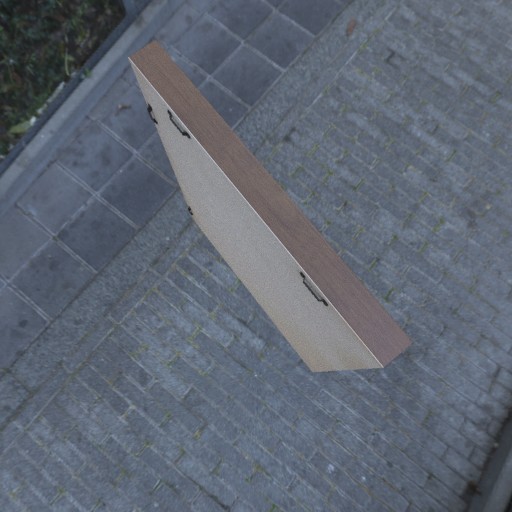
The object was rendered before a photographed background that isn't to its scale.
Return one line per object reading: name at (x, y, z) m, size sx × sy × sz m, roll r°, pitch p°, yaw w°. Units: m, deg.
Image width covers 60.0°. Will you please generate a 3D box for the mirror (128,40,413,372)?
mirror at (0.000, 0.000, 0.676) m, size 0.041 × 0.508 × 0.405 m, roll -37°, pitch 78°, yaw -9°
